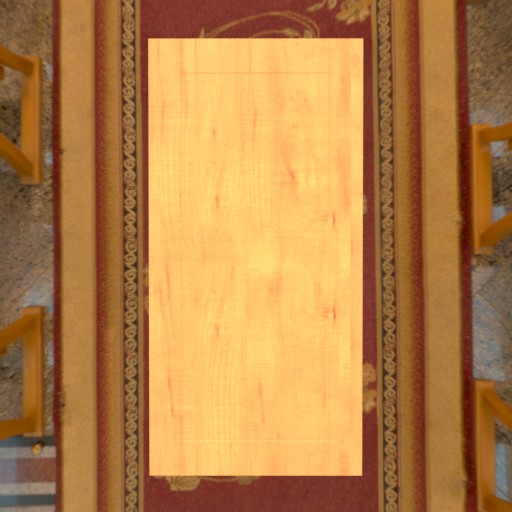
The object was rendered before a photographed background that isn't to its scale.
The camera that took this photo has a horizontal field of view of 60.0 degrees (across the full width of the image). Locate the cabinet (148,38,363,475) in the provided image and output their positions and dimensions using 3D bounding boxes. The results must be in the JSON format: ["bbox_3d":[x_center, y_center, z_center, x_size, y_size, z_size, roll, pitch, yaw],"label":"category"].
[{"bbox_3d":[0.000,0.000,1.351,0.450,0.840,0.920,0,91,0],"label":"cabinet"}]
